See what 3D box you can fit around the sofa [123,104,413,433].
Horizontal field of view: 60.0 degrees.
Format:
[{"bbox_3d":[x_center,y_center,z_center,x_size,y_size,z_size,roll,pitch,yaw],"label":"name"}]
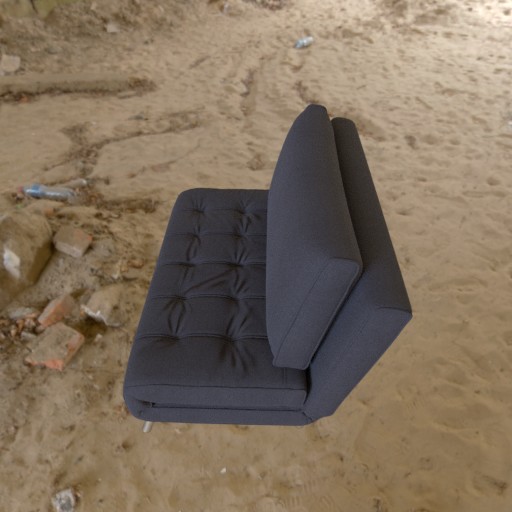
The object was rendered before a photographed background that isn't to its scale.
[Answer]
[{"bbox_3d":[0.000,0.000,1.881,0.910,0.910,1.220,1,42,1],"label":"sofa"}]
